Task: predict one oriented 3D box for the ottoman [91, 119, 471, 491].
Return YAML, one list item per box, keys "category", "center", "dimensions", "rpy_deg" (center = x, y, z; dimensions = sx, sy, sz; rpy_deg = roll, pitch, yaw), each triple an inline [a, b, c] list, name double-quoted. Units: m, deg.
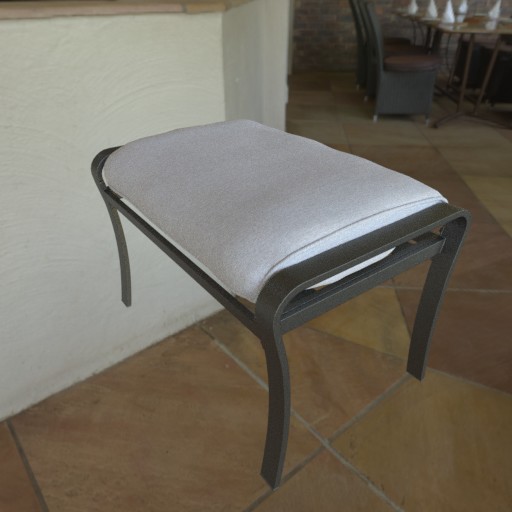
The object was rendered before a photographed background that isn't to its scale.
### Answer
- category: "ottoman"
  center: [0.000, 0.000, 0.887]
  dimensions: [0.406, 0.422, 0.610]
  rpy_deg: [-21, 37, -31]
